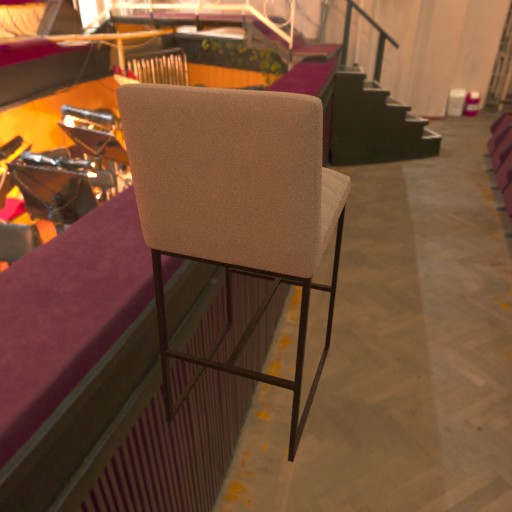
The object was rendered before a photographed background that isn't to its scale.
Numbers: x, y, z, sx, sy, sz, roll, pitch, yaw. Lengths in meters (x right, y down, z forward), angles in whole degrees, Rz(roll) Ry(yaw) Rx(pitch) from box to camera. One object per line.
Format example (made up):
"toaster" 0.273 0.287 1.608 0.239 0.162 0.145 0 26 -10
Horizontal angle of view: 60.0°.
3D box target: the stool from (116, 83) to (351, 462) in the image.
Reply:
"stool" 0.000 0.000 1.358 0.464 1.061 0.573 10 32 17
